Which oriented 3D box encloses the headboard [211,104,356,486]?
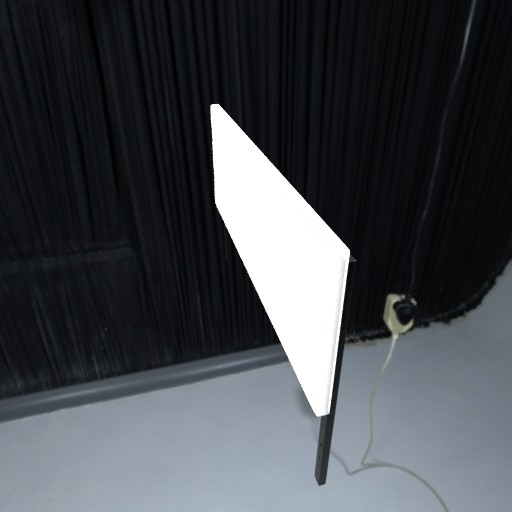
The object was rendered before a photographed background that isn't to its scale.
[{"bbox_3d":[0.000,0.000,2.851,0.120,1.410,2.362,-8,32,-13],"label":"headboard"}]
